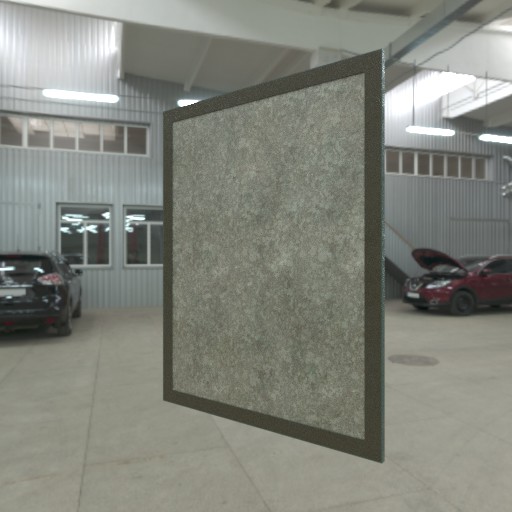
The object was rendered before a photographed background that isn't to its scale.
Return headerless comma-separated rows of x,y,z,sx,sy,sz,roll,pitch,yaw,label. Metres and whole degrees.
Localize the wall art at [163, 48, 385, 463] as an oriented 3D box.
0.000,0.000,1.290,0.767,0.983,0.030,0,0,37,wall art
